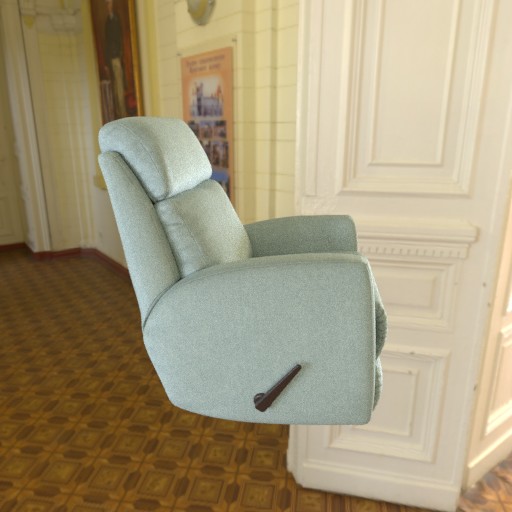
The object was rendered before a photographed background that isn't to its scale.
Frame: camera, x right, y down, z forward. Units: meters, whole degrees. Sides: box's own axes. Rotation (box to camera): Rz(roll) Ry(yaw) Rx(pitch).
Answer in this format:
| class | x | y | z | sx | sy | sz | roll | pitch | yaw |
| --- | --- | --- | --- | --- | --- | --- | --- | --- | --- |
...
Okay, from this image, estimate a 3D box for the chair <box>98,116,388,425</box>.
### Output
| class | x | y | z | sx | sy | sz | roll | pitch | yaw |
| --- | --- | --- | --- | --- | --- | --- | --- | --- | --- |
| chair | 0.000 | 0.000 | 1.690 | 0.940 | 1.013 | 0.812 | 2 | 17 | 8 |
